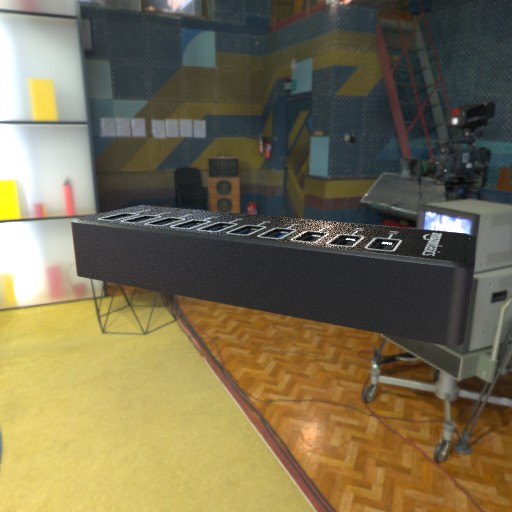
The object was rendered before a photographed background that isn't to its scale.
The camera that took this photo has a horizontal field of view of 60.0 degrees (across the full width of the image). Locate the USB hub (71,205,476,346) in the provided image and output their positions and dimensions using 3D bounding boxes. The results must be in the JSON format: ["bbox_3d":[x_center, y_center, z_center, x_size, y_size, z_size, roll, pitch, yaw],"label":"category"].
[{"bbox_3d":[0.000,0.000,0.165,0.145,0.023,0.044,7,17,25],"label":"USB hub"}]
